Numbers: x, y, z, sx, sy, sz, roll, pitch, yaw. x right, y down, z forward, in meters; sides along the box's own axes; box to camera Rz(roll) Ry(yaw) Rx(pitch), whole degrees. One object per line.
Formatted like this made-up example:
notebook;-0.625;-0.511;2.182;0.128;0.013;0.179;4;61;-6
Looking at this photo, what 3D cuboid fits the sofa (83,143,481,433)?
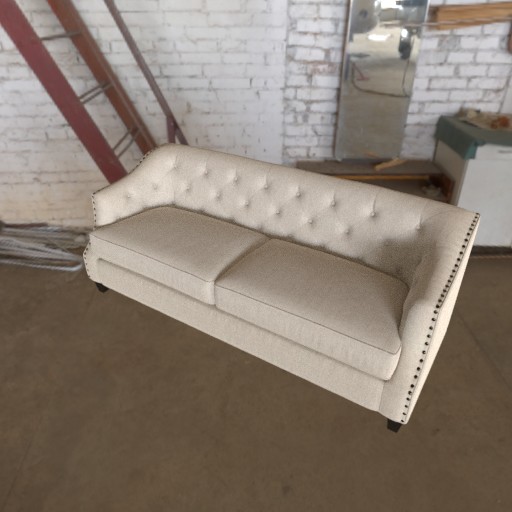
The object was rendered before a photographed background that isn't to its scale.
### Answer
sofa;0.000;0.000;2.721;2.235;0.901;0.914;19;36;28
